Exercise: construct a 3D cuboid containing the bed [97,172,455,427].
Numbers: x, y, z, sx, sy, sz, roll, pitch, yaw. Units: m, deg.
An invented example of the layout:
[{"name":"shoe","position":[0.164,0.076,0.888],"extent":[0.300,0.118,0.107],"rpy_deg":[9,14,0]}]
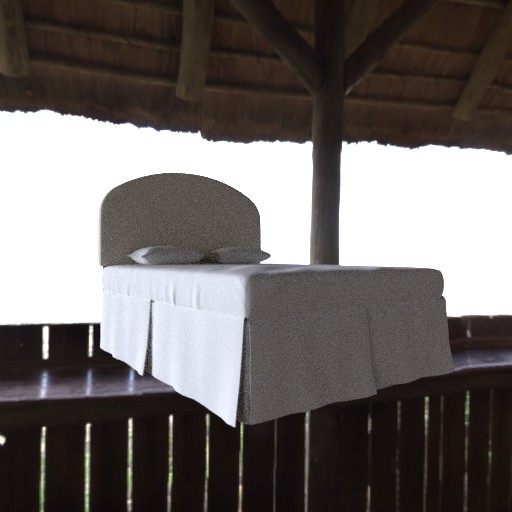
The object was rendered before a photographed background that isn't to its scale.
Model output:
[{"name":"bed","position":[0.000,0.000,3.023],"extent":[1.607,1.410,2.005],"rpy_deg":[0,0,-37]}]
